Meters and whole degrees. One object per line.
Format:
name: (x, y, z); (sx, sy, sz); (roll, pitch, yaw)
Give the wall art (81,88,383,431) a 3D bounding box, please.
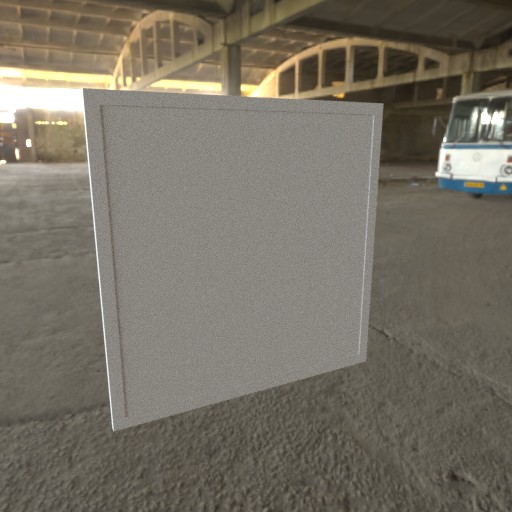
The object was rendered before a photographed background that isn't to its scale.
wall art: (0.000, 0.000, 0.976); (0.660, 0.660, 0.015); (-7, 16, -26)
